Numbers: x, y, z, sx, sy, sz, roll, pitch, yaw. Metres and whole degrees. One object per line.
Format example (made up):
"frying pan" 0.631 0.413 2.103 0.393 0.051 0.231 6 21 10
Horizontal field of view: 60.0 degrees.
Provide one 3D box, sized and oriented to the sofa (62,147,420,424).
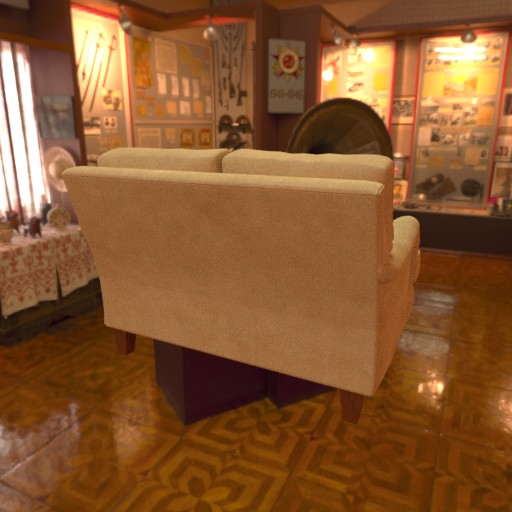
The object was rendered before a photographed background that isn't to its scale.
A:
"sofa" 0.000 0.000 2.266 1.498 1.087 1.086 8 18 26
